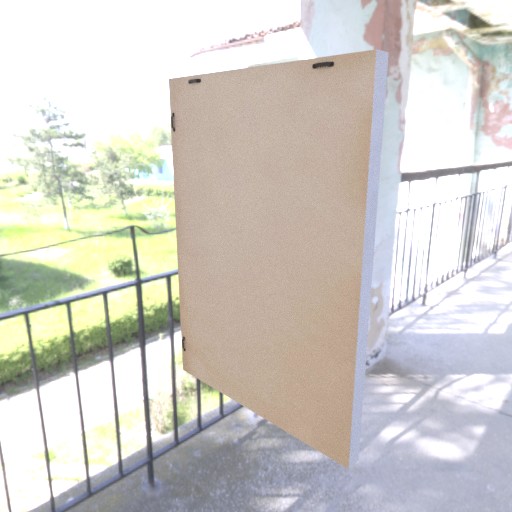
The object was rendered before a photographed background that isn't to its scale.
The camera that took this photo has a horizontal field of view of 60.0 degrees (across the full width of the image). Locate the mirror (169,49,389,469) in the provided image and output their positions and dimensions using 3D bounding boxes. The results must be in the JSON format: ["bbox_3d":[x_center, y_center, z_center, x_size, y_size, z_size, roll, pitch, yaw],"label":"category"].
[{"bbox_3d":[0.000,0.000,0.901,0.507,0.710,0.039,15,21,42],"label":"mirror"}]
